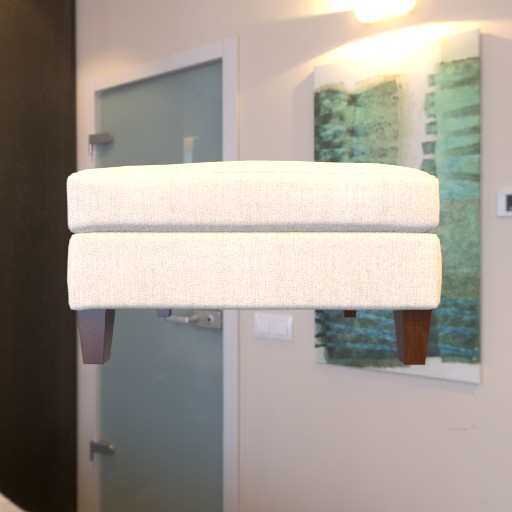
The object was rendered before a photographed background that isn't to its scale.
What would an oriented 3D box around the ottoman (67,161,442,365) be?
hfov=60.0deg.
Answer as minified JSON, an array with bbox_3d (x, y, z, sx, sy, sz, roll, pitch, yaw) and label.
[{"bbox_3d":[0.000,0.000,1.366,0.838,0.478,0.838,0,1,1],"label":"ottoman"}]
